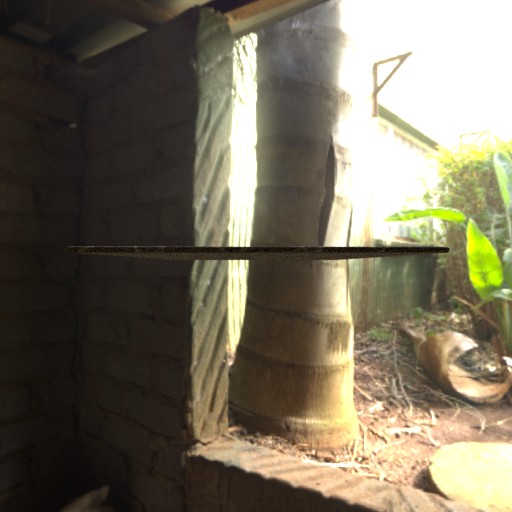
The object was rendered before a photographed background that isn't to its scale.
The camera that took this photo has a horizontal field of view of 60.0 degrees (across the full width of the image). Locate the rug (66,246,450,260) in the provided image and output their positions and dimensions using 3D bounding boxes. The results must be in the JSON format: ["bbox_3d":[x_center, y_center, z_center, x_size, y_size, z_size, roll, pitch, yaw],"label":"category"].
[{"bbox_3d":[0.000,0.000,3.402,1.778,0.030,2.743,0,-1,0],"label":"rug"}]
